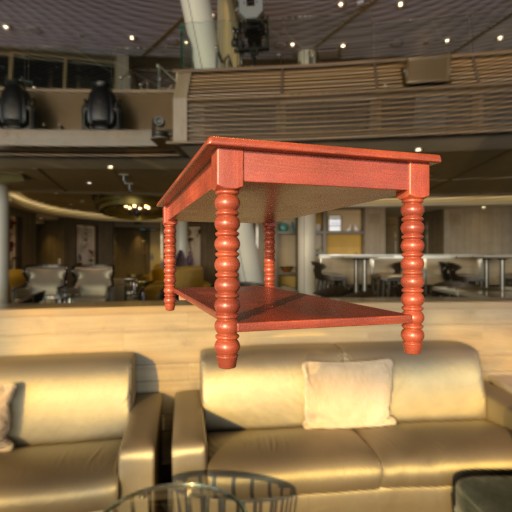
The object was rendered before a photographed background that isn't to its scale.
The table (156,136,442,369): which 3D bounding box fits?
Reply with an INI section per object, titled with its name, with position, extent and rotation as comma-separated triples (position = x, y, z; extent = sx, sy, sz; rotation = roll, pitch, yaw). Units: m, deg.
[table]
position = 0.000, 0.000, 1.536
extent = 0.580, 0.485, 1.171
rotation = 0, 0, -17
